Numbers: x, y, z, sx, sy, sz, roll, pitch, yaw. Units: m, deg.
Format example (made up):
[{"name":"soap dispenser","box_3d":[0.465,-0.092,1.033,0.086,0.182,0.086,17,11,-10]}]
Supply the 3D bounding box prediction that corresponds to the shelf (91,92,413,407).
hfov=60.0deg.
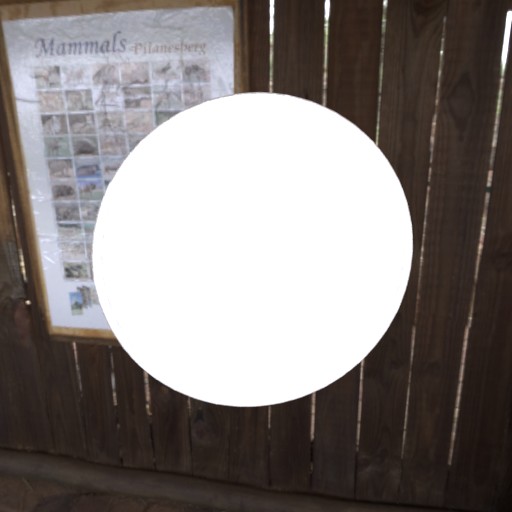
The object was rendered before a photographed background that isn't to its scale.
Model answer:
[{"name":"shelf","box_3d":[0.000,0.000,1.179,0.806,0.807,0.158,-2,15,-8]}]
